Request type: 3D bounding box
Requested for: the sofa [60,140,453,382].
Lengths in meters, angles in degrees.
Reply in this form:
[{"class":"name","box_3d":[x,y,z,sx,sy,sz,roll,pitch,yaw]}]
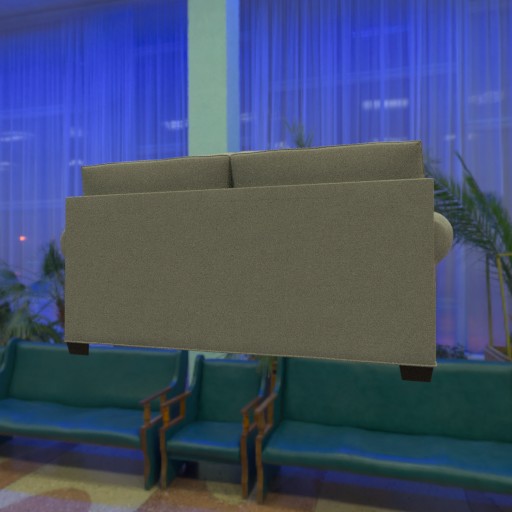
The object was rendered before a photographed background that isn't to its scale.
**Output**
[{"class":"sofa","box_3d":[0.000,0.000,2.243,1.774,0.933,0.861,0,-1,18]}]
